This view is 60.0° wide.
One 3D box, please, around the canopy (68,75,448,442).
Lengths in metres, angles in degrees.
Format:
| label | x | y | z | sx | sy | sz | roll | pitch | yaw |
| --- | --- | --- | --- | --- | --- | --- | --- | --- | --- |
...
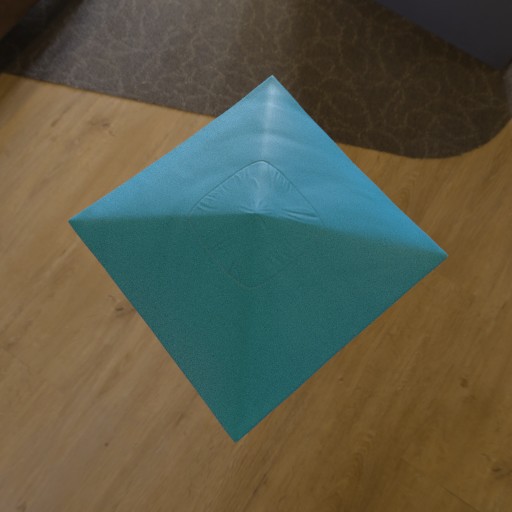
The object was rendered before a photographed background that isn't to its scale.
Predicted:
| label | x | y | z | sx | sy | sz | roll | pitch | yaw |
| --- | --- | --- | --- | --- | --- | --- | --- | --- | --- |
| canopy | 0.000 | 0.000 | 5.575 | 2.998 | 2.997 | 2.996 | -38 | 78 | -10 |
